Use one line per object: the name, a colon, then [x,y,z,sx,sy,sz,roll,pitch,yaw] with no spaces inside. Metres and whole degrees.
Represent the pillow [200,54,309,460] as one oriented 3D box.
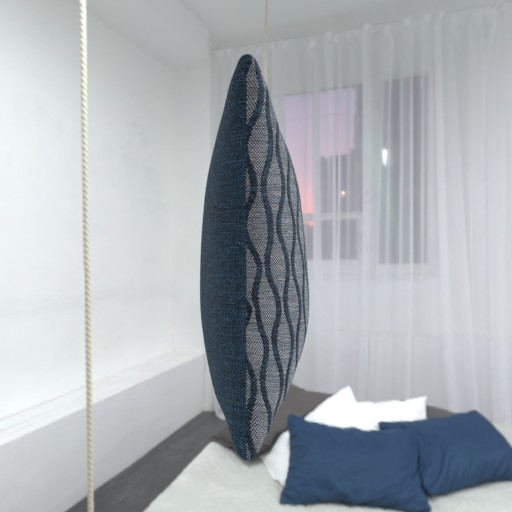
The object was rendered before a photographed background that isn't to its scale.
pillow: [0.000,0.000,0.675,0.159,0.435,0.435,0,1,0]
